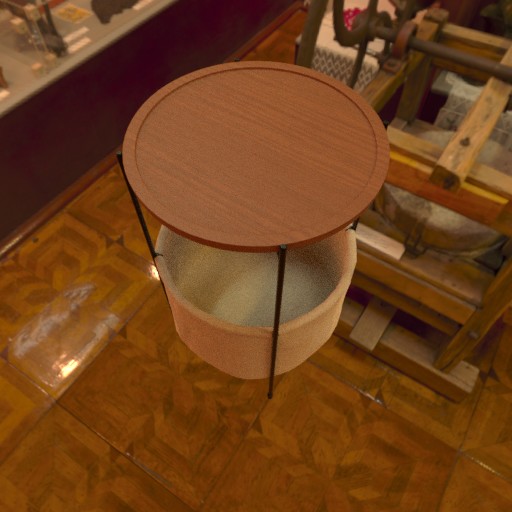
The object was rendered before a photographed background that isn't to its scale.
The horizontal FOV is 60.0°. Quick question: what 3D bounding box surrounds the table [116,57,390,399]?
[{"bbox_3d":[0.000,0.000,0.904,0.393,0.623,0.393,31,61,19],"label":"table"}]
